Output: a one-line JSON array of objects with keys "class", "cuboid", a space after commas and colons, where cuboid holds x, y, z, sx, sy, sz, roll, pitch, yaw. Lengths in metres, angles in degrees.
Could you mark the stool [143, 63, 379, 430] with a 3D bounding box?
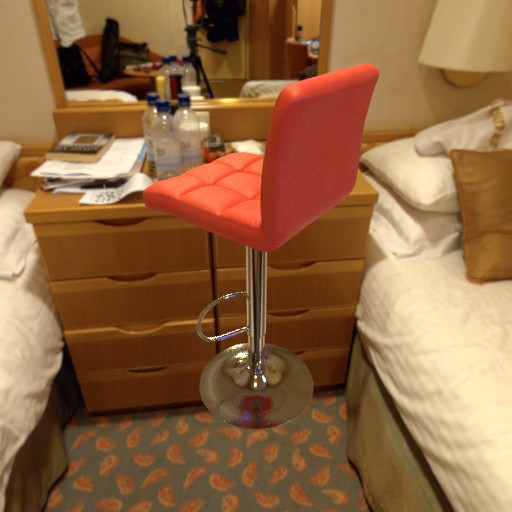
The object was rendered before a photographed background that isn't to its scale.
[{"class": "stool", "cuboid": [0.000, 0.000, 1.384, 0.505, 1.115, 0.430, 21, 37, 30]}]
